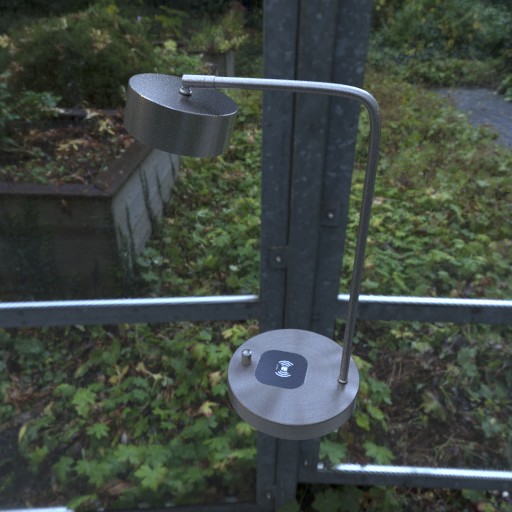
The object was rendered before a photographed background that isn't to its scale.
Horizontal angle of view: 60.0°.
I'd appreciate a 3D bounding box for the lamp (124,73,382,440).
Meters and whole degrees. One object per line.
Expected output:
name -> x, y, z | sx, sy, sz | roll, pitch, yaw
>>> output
lamp -> 0.000, 0.000, 0.622 | 0.334, 0.469, 0.211 | 8, 31, 13
